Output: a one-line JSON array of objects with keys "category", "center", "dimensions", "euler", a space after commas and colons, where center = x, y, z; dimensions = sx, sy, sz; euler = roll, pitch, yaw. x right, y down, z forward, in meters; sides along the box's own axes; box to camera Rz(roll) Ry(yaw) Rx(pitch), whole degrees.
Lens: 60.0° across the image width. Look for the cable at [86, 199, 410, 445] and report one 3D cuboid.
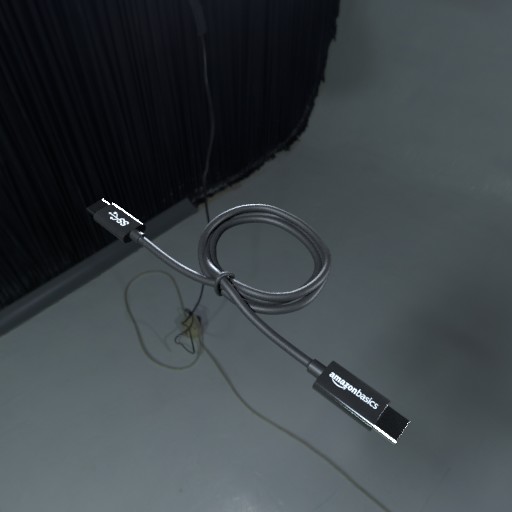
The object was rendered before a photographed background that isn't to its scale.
[{"category": "cable", "center": [0.000, 0.000, 0.210], "dimensions": [0.186, 0.014, 0.070], "euler": [32, 55, 27]}]
